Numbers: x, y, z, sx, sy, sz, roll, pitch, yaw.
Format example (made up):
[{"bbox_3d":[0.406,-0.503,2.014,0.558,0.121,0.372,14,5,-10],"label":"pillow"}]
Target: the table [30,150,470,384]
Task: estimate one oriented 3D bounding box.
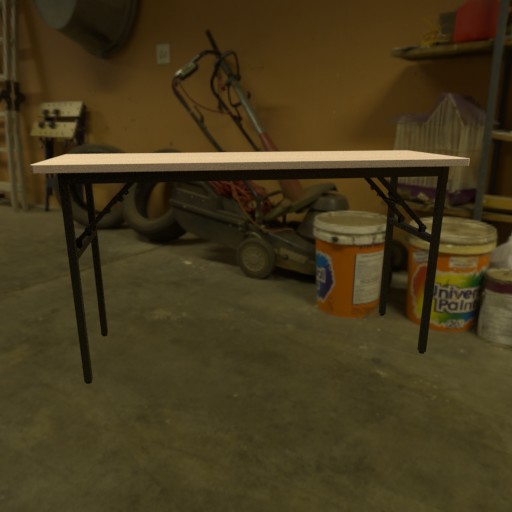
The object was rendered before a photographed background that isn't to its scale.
[{"bbox_3d":[0.000,0.000,1.703,1.397,0.750,0.447,-3,17,-9],"label":"table"}]
